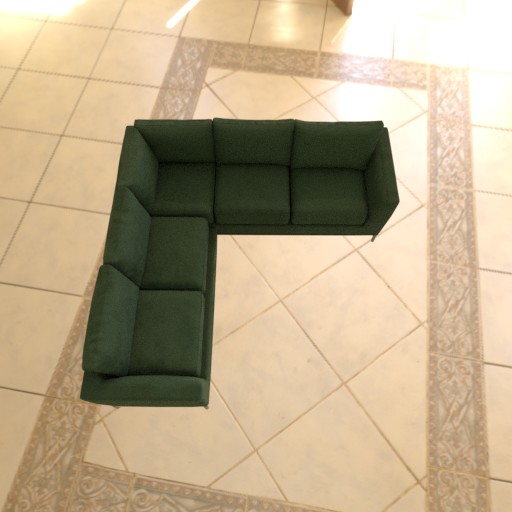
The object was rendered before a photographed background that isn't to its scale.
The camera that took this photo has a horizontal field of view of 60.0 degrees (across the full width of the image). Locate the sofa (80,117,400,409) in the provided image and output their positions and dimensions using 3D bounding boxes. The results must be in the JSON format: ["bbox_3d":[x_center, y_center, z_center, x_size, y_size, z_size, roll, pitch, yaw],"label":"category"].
[{"bbox_3d":[0.000,0.000,3.814,2.452,1.004,2.468,0,64,0],"label":"sofa"}]
